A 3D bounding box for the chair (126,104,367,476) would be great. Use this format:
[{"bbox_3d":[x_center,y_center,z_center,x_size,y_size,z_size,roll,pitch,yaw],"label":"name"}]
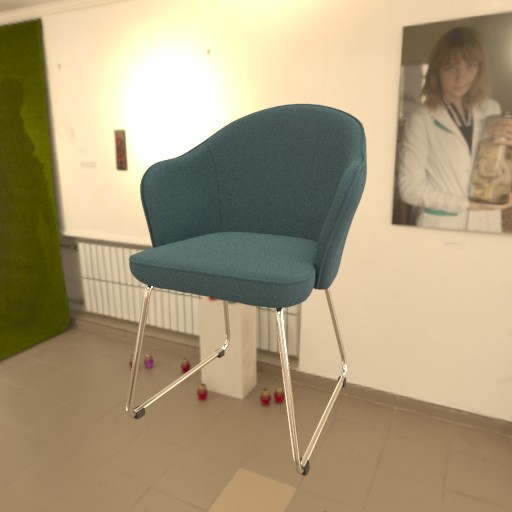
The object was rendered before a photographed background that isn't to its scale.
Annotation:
[{"bbox_3d":[0.000,0.000,1.186,0.570,0.815,0.585,7,16,25],"label":"chair"}]
